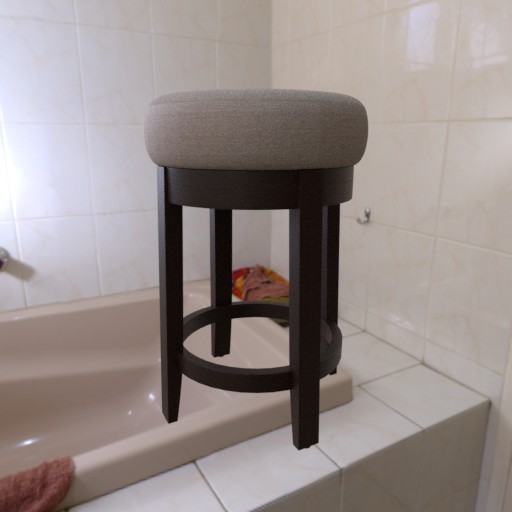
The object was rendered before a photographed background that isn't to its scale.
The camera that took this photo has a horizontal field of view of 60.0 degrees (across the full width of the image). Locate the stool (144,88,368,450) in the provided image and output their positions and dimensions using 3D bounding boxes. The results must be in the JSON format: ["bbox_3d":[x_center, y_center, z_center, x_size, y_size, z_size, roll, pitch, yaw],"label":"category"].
[{"bbox_3d":[0.000,0.000,0.966,0.443,0.672,0.443,0,15,0],"label":"stool"}]
